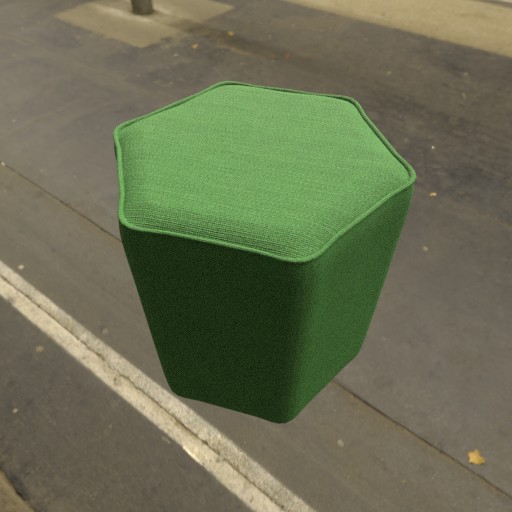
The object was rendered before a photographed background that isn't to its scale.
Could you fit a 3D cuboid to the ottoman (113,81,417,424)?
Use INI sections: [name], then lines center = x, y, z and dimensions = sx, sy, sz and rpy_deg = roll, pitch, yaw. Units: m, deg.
[ottoman]
center = 0.000, 0.000, 0.873
dimensions = 0.499, 0.507, 0.444
rpy_deg = 12, 48, 11
